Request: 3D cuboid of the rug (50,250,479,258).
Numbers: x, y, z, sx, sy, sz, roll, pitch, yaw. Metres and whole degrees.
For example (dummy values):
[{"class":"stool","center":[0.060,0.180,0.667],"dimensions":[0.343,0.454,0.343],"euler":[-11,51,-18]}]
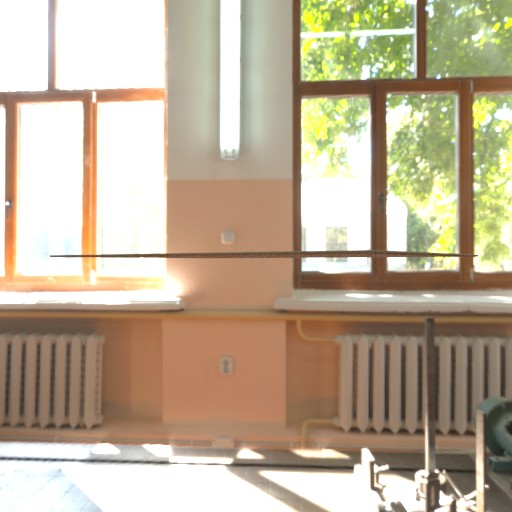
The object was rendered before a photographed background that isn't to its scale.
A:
[{"class":"rug","center":[0.000,0.000,2.816],"dimensions":[2.290,0.014,1.526],"euler":[0,-1,38]}]
